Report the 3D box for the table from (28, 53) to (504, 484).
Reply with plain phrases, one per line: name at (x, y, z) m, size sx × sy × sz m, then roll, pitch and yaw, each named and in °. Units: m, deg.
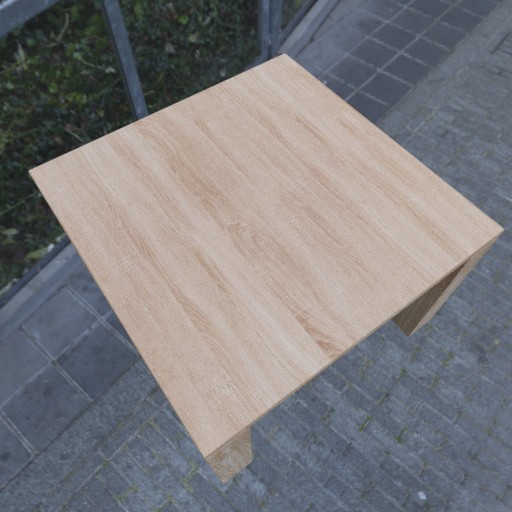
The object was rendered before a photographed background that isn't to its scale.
table at (0.000, 0.000, 1.101) m, size 0.700 × 0.450 × 0.700 m, roll -32°, pitch 64°, yaw -18°
